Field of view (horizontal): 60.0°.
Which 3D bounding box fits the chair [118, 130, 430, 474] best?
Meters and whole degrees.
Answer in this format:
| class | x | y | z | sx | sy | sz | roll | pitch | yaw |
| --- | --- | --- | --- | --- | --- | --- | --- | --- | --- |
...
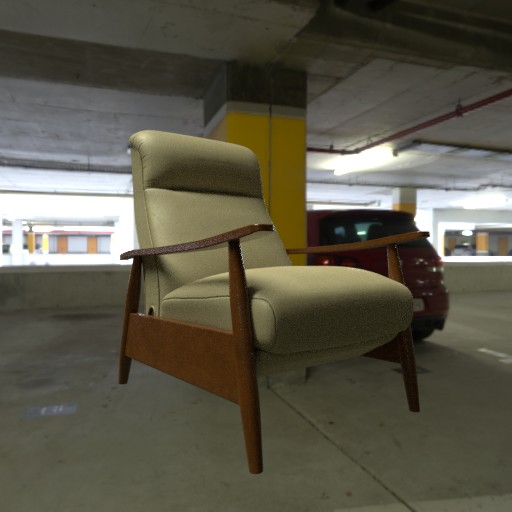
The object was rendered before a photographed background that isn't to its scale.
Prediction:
| class | x | y | z | sx | sy | sz | roll | pitch | yaw |
| --- | --- | --- | --- | --- | --- | --- | --- | --- | --- |
| chair | 0.000 | 0.000 | 1.708 | 0.762 | 1.082 | 1.014 | -1 | 1 | -37 |
